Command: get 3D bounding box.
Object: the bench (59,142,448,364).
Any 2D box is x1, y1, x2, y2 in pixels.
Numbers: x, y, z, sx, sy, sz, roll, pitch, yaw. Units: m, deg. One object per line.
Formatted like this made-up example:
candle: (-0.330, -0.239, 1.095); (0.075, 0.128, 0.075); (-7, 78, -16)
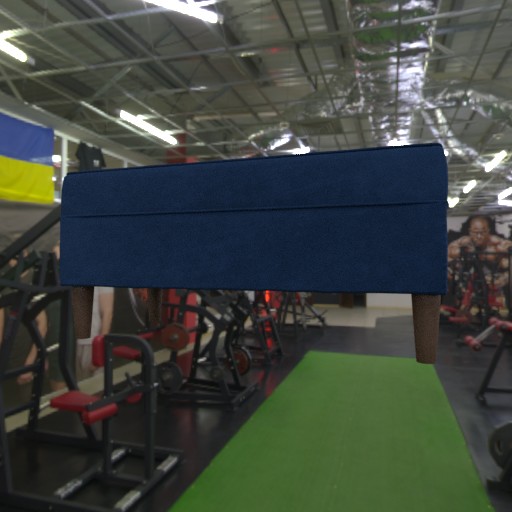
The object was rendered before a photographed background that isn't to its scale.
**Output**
bench: (0.000, 0.000, 1.292); (1.010, 0.467, 0.489); (0, -1, 19)
